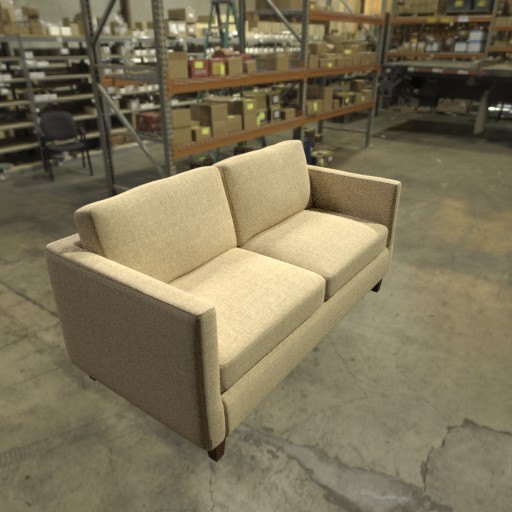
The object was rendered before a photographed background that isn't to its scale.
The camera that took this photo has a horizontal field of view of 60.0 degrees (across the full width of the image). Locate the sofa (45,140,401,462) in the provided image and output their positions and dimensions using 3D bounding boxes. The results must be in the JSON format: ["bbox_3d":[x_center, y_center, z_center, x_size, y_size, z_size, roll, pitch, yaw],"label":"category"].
[{"bbox_3d":[0.000,0.000,2.450,0.950,0.963,1.884,18,31,32],"label":"sofa"}]
